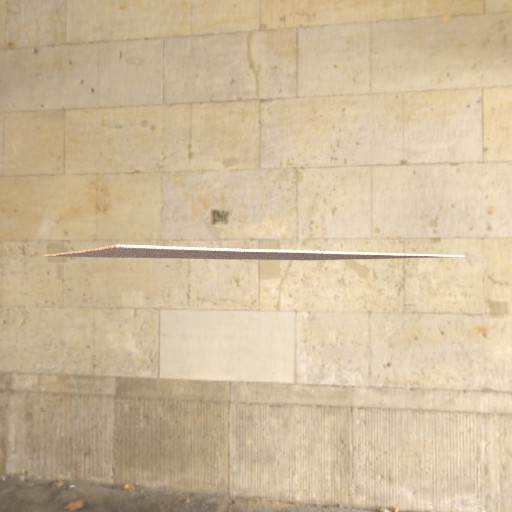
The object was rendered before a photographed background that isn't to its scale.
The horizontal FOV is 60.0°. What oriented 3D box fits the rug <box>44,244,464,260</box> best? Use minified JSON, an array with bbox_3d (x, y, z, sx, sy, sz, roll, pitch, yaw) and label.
[{"bbox_3d":[0.000,0.000,2.327,1.840,0.013,1.225,1,-2,-35],"label":"rug"}]
